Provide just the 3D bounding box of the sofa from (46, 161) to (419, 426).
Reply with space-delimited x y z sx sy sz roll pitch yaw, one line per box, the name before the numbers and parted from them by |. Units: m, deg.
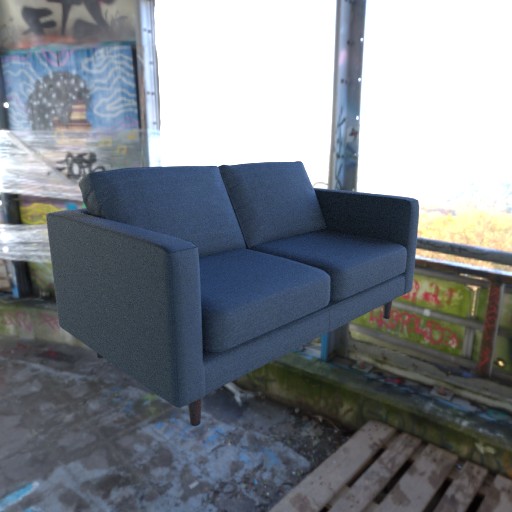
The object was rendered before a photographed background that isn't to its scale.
sofa | 0.000 0.000 2.264 0.999 0.907 1.659 14 20 43
